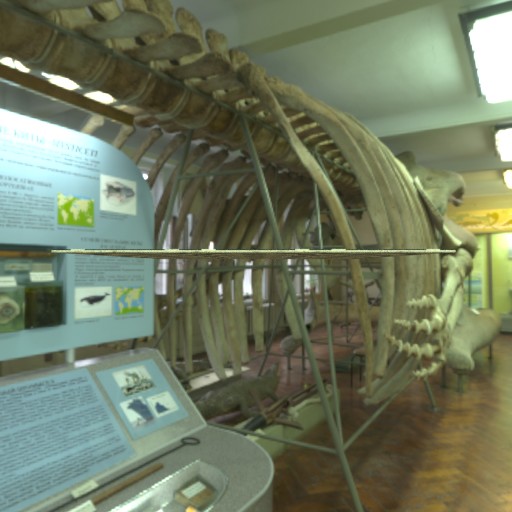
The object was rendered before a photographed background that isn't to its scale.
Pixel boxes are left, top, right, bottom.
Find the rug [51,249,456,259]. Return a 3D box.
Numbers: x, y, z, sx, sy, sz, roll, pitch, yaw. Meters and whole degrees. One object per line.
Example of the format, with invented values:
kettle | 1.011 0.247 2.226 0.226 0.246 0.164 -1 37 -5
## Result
rug | 0.000 0.000 4.219 2.466 0.021 3.049 0 -1 1
